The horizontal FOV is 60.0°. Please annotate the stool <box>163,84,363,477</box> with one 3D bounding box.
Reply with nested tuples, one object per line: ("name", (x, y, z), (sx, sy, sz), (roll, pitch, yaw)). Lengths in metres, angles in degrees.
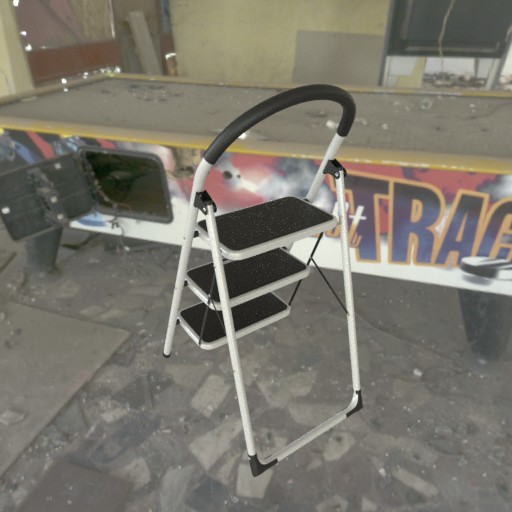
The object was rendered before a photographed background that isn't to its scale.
("stool", (0.000, 0.000, 1.440), (0.485, 1.109, 0.676), (-19, 35, -30))
